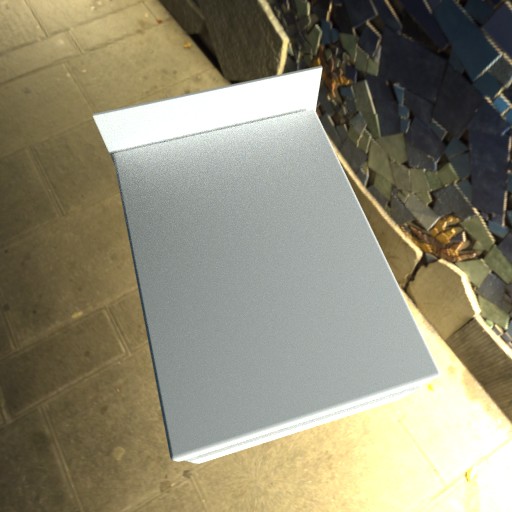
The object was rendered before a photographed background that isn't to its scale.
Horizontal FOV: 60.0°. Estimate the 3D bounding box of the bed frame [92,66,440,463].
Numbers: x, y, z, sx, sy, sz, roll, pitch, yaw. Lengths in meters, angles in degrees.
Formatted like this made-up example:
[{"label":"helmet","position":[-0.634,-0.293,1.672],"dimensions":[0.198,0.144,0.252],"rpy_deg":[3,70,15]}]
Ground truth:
[{"label":"bed frame","position":[0.000,0.000,2.582],"dimensions":[1.400,0.800,1.900],"rpy_deg":[-15,64,-7]}]
